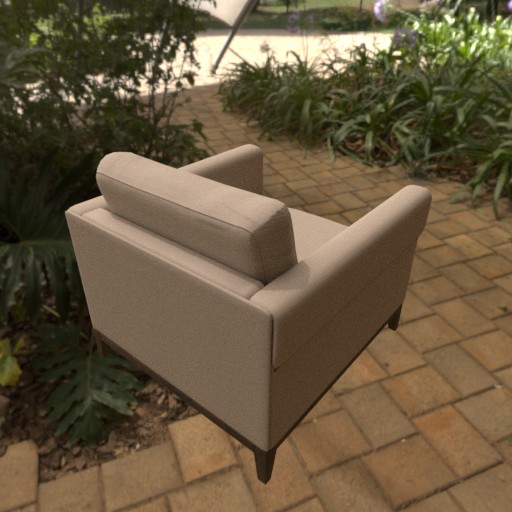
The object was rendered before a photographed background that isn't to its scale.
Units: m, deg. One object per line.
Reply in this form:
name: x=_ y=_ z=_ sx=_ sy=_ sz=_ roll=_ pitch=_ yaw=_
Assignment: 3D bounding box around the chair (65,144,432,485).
chair: x=0.000 y=0.000 z=1.674 sx=0.914 sy=0.838 sz=0.959 roll=23 pitch=38 yaw=33
